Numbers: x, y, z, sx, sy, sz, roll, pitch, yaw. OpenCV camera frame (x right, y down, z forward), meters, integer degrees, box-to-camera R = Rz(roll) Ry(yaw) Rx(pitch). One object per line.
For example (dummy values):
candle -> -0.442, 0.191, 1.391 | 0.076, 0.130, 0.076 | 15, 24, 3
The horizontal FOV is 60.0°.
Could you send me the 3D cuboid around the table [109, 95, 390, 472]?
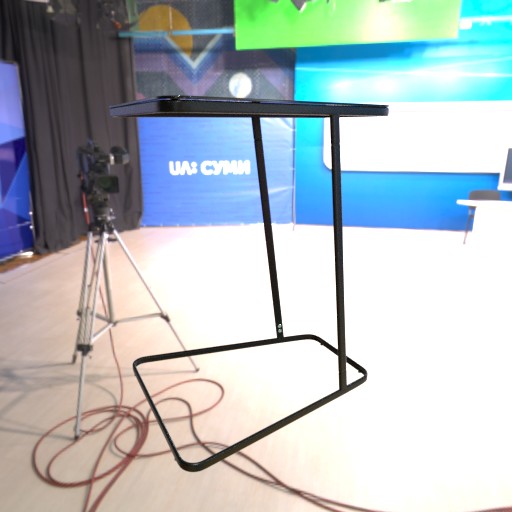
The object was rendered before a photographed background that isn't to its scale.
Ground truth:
table -> 0.000, 0.000, 0.965 | 0.500, 0.624, 0.427 | -8, 18, -26
